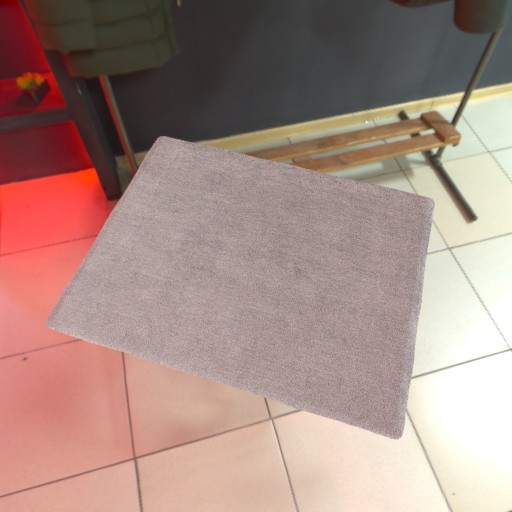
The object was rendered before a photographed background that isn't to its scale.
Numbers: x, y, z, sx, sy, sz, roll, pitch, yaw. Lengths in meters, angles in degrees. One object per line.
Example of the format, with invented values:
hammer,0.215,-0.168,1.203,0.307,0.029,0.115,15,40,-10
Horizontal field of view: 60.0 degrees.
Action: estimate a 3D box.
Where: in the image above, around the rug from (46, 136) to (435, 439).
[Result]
rug,0.000,0.000,3.953,2.933,0.027,2.332,15,59,9
